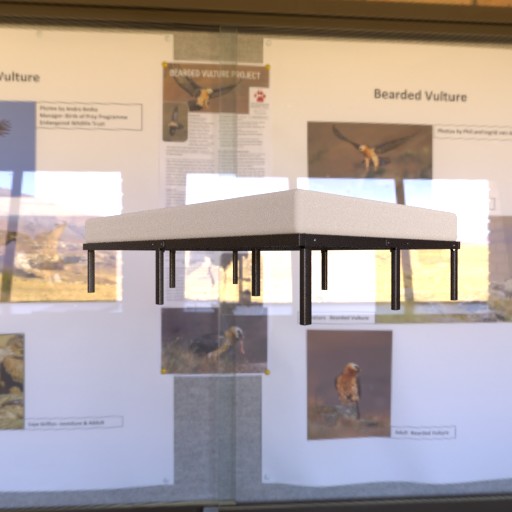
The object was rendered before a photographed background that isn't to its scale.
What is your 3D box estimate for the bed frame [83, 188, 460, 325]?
[{"bbox_3d":[0.000,0.000,3.754,2.205,0.680,2.842,0,0,-36],"label":"bed frame"}]
